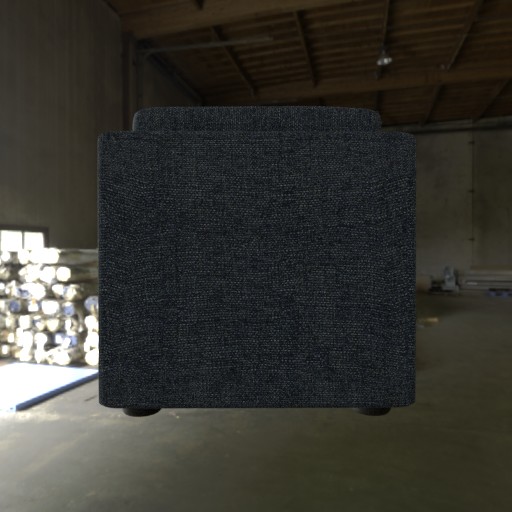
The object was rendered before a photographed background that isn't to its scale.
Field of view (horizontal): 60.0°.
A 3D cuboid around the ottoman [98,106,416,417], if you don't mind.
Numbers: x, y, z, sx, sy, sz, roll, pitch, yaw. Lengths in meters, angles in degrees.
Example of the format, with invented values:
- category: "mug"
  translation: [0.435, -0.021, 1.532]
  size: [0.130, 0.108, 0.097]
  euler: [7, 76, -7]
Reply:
- category: "ottoman"
  translation: [0.000, 0.000, 0.835]
  size: [0.450, 0.460, 0.450]
  euler: [0, 0, -1]
